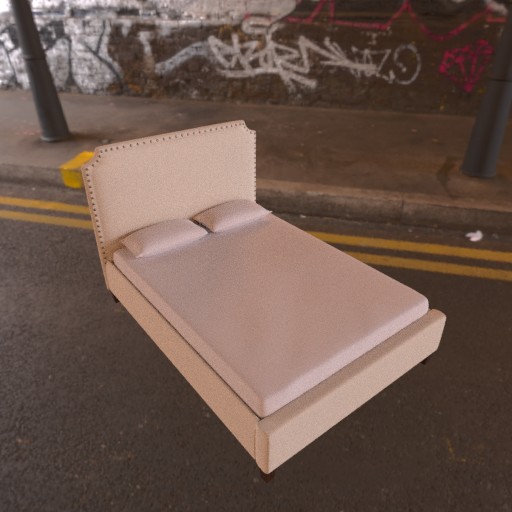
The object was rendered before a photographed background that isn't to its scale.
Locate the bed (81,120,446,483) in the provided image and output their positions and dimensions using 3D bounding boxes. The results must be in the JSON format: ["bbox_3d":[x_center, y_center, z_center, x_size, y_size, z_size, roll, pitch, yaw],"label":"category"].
[{"bbox_3d":[0.000,0.000,3.444,1.712,1.443,2.372,-22,37,-32],"label":"bed"}]
